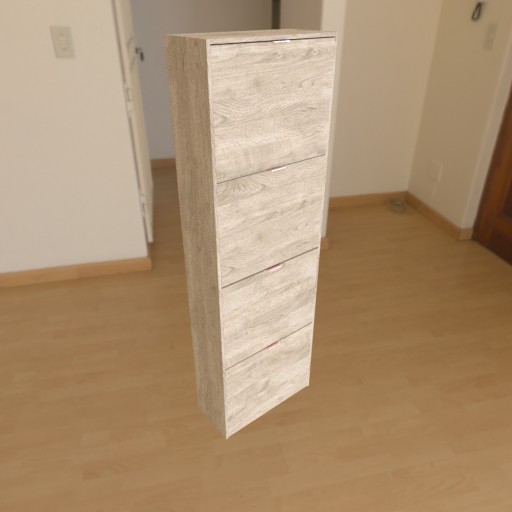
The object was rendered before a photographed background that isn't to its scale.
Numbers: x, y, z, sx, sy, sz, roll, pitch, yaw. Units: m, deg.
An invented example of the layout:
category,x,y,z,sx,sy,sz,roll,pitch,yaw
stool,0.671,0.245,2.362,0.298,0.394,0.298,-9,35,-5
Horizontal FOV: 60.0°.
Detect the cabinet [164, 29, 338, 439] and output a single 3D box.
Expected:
category,x,y,z,sx,sy,sz,roll,pitch,yaw
cabinet,0.000,0.000,1.812,0.520,1.630,0.250,-22,36,-33
